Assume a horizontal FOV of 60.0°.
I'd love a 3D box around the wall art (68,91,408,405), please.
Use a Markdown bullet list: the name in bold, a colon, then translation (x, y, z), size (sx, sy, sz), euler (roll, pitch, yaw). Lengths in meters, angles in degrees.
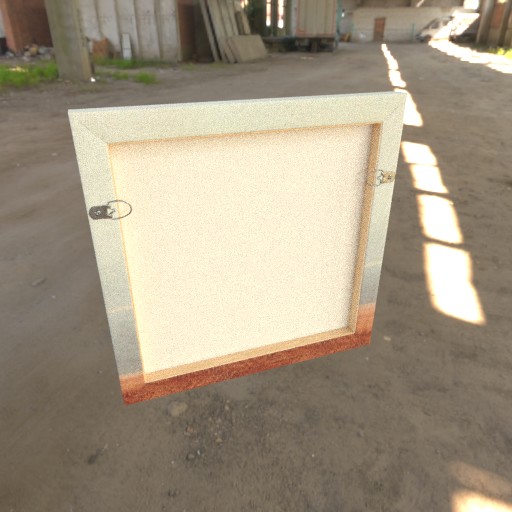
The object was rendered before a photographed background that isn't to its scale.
- **wall art**: translation (0.000, 0.000, 0.605), size (0.405, 0.405, 0.023), euler (-10, 29, -17)
